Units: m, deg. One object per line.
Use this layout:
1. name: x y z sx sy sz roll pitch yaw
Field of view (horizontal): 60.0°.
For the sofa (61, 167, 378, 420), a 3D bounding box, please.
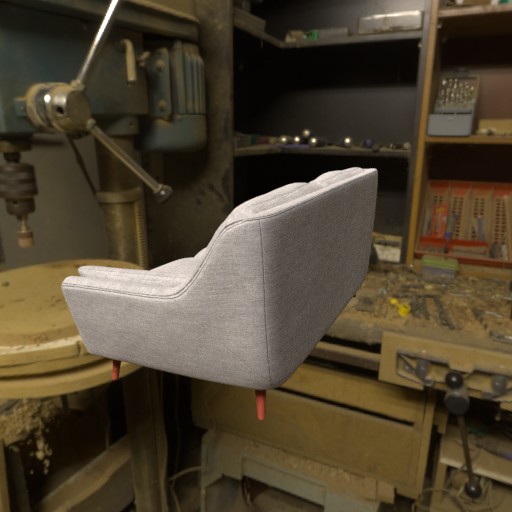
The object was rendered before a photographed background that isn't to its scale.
1. sofa: 0.000 0.000 2.478 0.976 0.897 1.930 8 18 25
